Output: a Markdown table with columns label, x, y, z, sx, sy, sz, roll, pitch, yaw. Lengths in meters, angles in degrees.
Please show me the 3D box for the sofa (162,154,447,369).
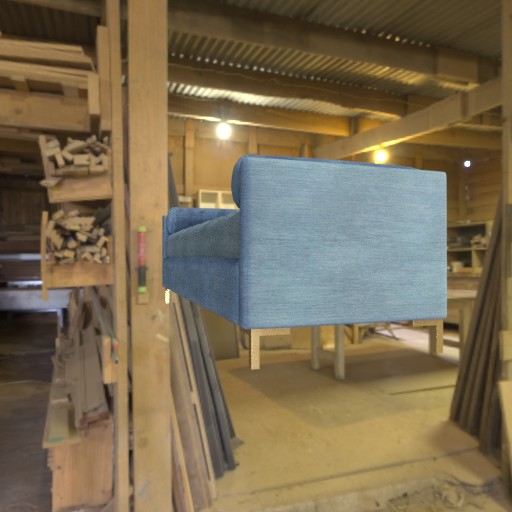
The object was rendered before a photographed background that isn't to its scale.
| label | x | y | z | sx | sy | sz | roll | pitch | yaw |
| --- | --- | --- | --- | --- | --- | --- | --- | --- | --- |
| sofa | 0.000 | 0.000 | 2.456 | 0.796 | 0.705 | 2.102 | 0 | 0 | -19 |
